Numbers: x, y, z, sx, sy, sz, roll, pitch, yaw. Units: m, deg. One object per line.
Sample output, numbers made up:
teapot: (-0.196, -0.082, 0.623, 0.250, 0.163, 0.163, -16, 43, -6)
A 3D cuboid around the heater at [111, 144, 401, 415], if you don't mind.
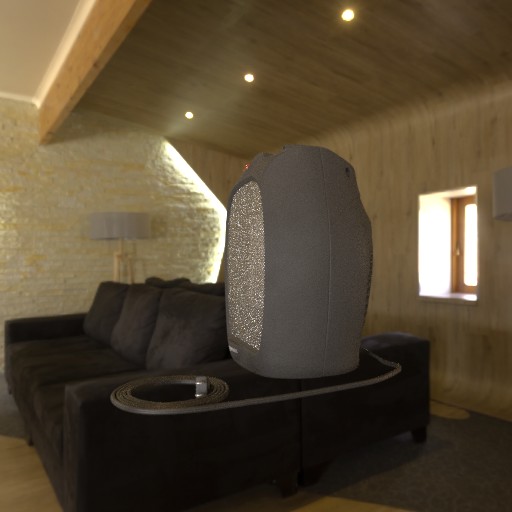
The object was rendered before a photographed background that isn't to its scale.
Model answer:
heater: (0.000, 0.000, 0.469, 0.291, 0.240, 0.239, 0, -1, -18)
